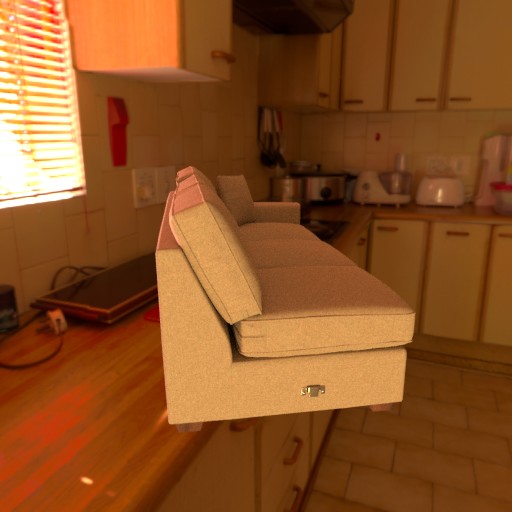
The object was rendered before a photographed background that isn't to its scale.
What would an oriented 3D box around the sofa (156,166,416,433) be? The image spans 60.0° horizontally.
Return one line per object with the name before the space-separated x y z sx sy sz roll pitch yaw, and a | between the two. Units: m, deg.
sofa | 0.000 0.000 2.621 1.034 0.946 1.963 -2 15 -9
